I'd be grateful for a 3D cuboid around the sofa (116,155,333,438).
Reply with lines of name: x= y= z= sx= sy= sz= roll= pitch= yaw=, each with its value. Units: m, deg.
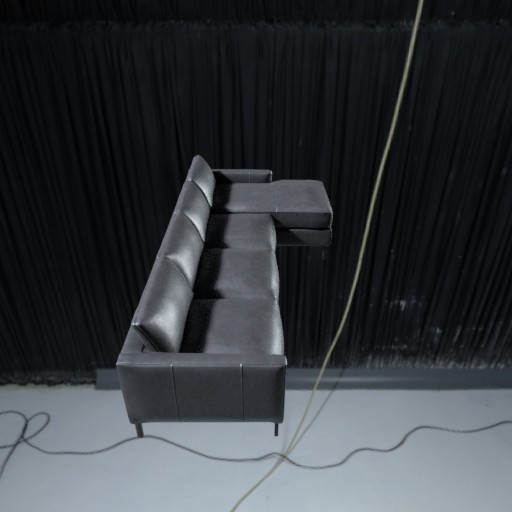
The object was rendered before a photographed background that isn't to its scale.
sofa: x=0.000 y=0.000 z=3.688 sx=1.471 sy=0.859 sz=2.993 roll=0 pitch=31 yaw=0
